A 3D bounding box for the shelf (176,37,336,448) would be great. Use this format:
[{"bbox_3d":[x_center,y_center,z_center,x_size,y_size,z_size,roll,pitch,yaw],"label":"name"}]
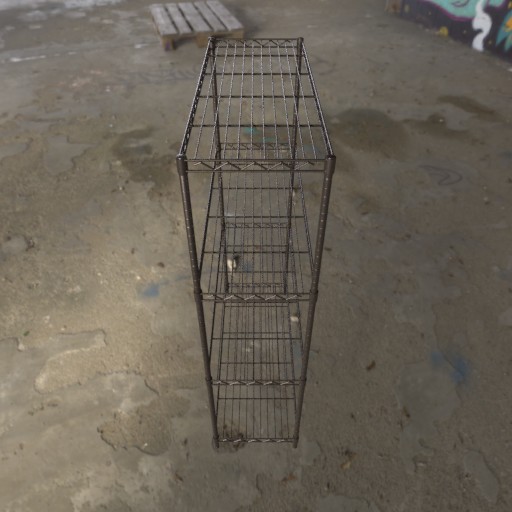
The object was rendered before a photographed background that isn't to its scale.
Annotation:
[{"bbox_3d":[0.000,0.000,1.748,0.352,1.361,0.907,0,41,0],"label":"shelf"}]
